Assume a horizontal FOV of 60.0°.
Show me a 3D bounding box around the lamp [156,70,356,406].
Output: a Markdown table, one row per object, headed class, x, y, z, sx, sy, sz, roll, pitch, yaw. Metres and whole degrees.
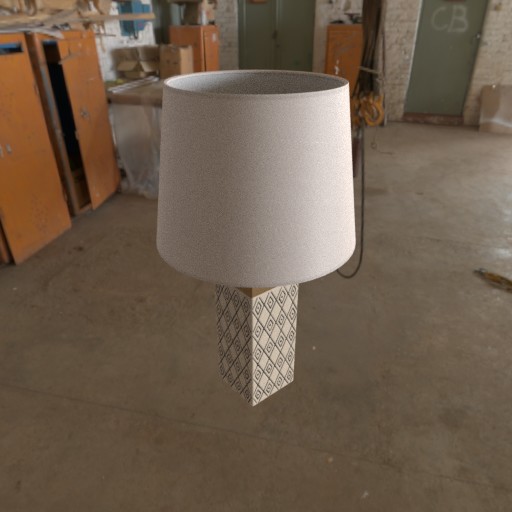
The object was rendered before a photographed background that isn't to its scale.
| class | x | y | z | sx | sy | sz | roll | pitch | yaw |
| --- | --- | --- | --- | --- | --- | --- | --- | --- | --- |
| lamp | 0.000 | 0.000 | 0.585 | 0.251 | 0.435 | 0.251 | 0 | 29 | 0 |
